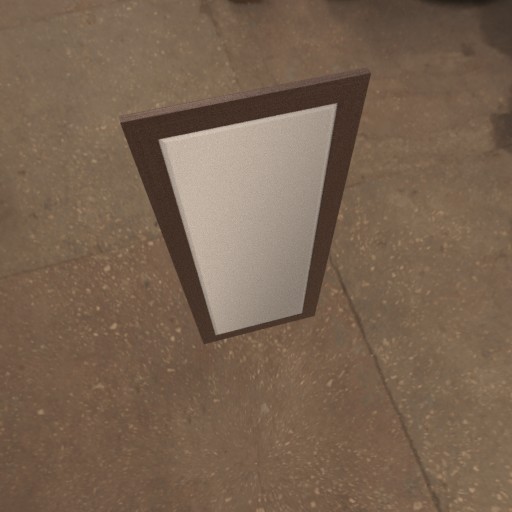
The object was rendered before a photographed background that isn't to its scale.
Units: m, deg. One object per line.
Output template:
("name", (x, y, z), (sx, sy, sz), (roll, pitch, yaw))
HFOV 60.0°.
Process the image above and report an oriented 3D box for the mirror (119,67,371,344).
("mirror", (0.000, 0.000, 2.273), (0.812, 2.020, 0.221), (-13, 66, -6))
